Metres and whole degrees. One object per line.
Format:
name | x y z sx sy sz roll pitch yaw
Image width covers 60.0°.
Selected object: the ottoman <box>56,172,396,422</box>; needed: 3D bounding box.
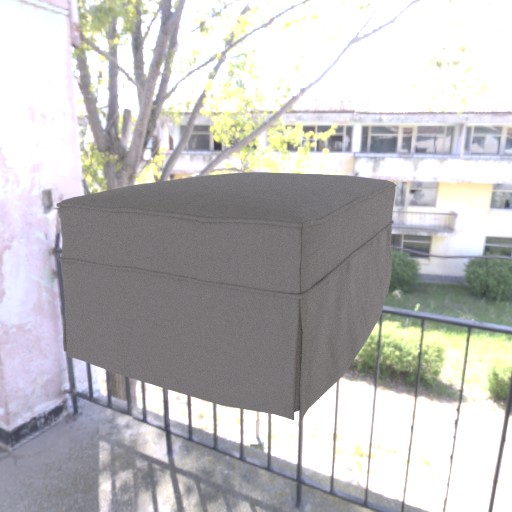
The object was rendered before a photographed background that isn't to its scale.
ottoman | 0.000 0.000 1.347 0.703 0.479 0.944 7 16 26
